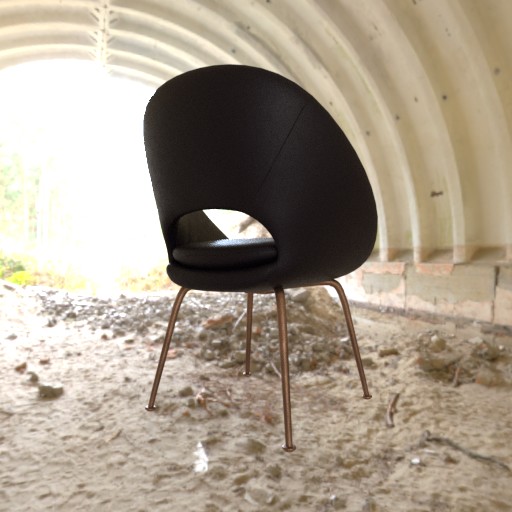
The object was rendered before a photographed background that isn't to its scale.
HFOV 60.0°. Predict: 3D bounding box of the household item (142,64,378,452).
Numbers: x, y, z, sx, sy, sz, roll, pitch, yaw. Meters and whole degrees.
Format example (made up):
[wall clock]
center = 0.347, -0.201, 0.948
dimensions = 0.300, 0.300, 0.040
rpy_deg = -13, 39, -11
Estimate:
[household item]
center = 0.000, 0.000, 1.237
dimensions = 0.623, 0.852, 0.573
rpy_deg = 0, -1, 36
